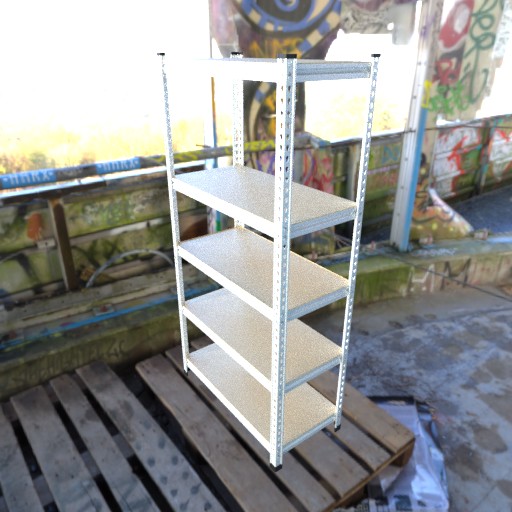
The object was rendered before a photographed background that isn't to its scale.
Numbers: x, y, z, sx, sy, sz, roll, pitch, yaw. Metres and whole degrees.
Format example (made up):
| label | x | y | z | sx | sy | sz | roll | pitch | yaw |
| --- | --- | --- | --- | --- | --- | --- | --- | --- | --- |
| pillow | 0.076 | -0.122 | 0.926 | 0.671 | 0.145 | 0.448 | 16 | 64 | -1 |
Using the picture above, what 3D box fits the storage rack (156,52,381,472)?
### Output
| label | x | y | z | sx | sy | sz | roll | pitch | yaw |
| --- | --- | --- | --- | --- | --- | --- | --- | --- | --- |
| storage rack | 0.000 | 0.000 | 2.193 | 0.457 | 1.829 | 0.914 | -18 | 30 | -33 |
